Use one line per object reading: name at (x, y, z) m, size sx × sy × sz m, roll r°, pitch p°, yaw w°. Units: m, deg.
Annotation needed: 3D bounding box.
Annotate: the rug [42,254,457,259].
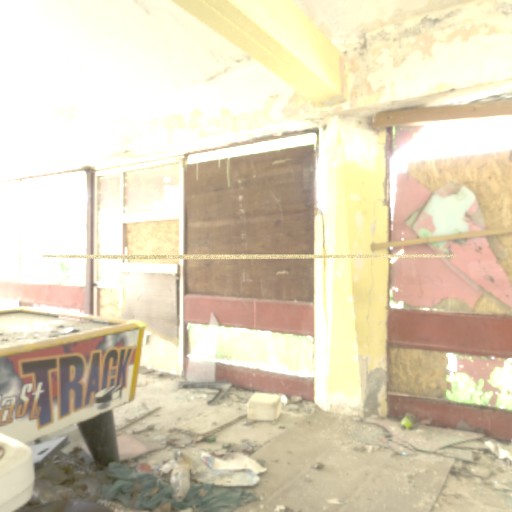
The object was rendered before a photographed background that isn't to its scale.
rug at (0.000, 0.000, 2.929) m, size 2.297 × 0.018 × 1.532 m, roll 0°, pitch 0°, yaw -37°
